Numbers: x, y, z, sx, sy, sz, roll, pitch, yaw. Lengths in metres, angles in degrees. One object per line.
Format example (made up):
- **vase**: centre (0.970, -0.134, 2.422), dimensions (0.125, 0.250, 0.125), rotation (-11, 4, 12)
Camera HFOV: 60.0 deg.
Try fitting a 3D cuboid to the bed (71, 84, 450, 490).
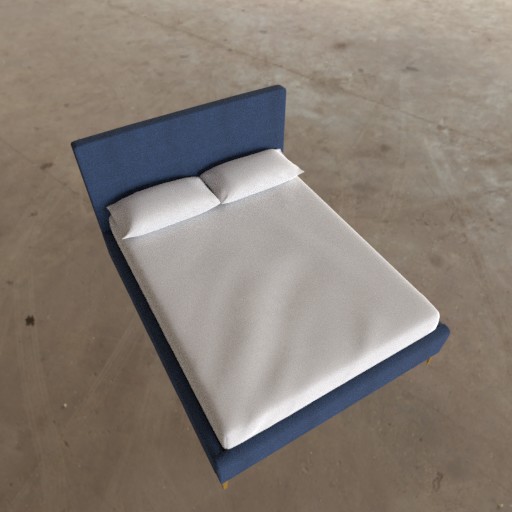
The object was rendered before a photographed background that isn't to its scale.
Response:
- **bed**: centre (0.000, 0.000, 3.117), dimensions (1.723, 1.231, 2.172), rotation (-23, 51, -20)
